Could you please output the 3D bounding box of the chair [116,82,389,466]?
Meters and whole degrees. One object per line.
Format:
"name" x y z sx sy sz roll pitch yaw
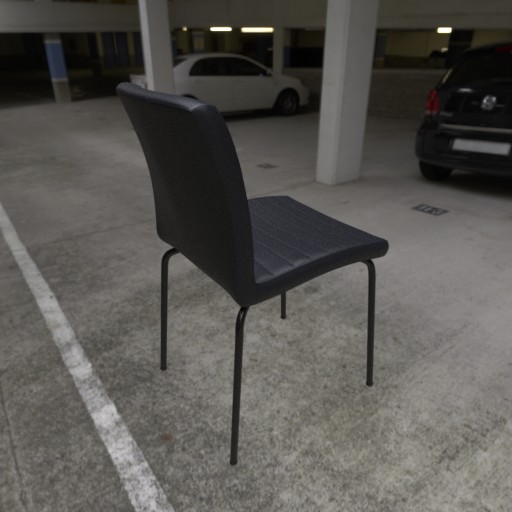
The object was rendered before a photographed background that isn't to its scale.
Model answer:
"chair" 0.000 0.000 1.177 0.572 0.872 0.450 -18 32 -31
